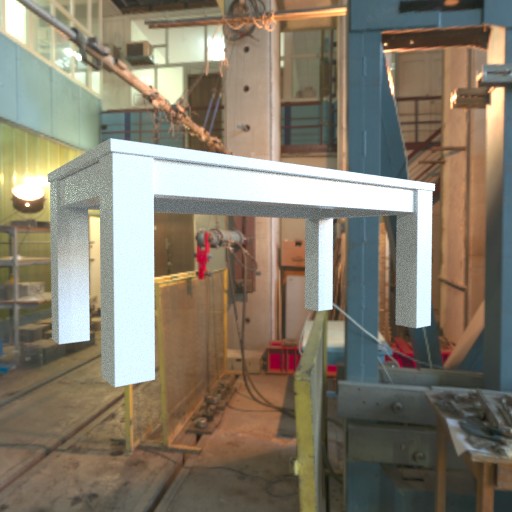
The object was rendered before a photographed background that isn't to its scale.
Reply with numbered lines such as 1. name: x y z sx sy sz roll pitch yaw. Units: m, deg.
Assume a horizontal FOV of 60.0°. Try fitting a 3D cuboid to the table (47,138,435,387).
1. table: 0.000 0.000 2.290 1.800 0.790 0.900 -1 2 -37
